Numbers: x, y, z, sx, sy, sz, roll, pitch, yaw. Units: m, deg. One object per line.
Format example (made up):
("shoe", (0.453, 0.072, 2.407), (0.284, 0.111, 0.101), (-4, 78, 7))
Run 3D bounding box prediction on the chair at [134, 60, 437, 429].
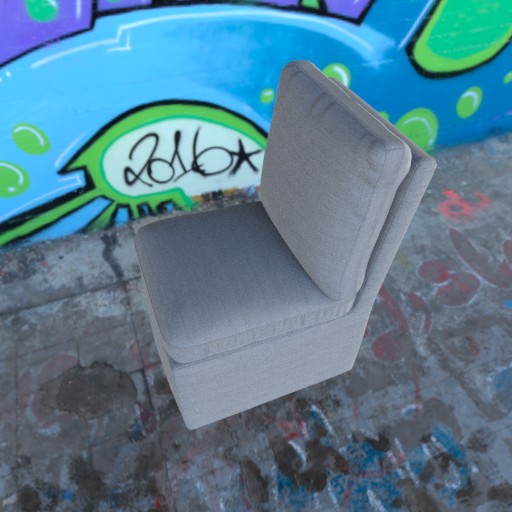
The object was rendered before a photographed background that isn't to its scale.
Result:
("chair", (0.000, 0.000, 1.327), (0.698, 0.927, 0.503), (-16, 48, -15))
